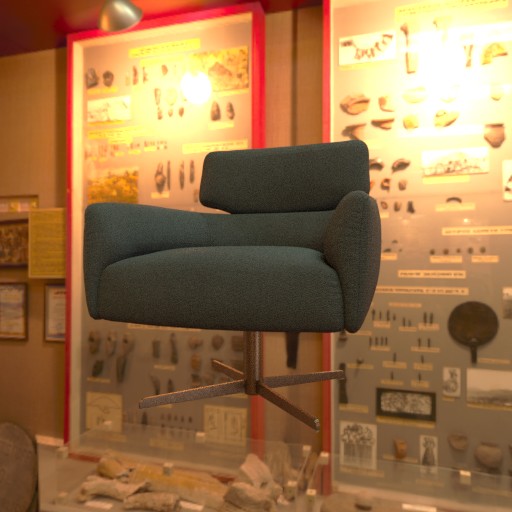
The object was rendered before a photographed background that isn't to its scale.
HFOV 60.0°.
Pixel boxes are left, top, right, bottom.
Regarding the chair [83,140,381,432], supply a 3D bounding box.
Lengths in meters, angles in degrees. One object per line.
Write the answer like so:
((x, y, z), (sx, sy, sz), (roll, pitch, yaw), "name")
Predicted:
((0.000, 0.000, 1.343), (0.738, 0.813, 0.761), (0, 0, 18), "chair")
